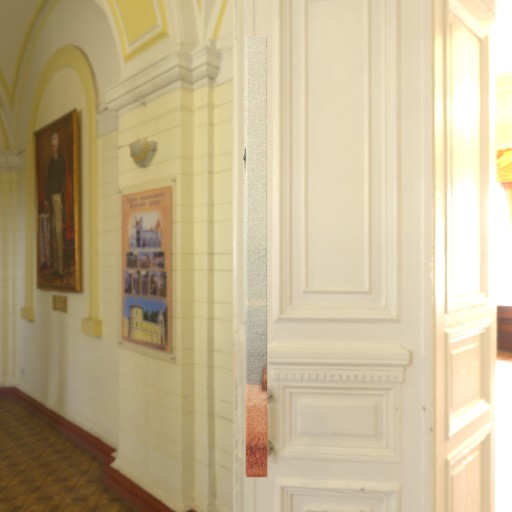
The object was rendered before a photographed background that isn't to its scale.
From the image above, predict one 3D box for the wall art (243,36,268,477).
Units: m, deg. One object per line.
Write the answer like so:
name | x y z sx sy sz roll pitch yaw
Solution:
wall art | 0.000 0.000 0.609 0.023 0.405 0.405 0 0 0
